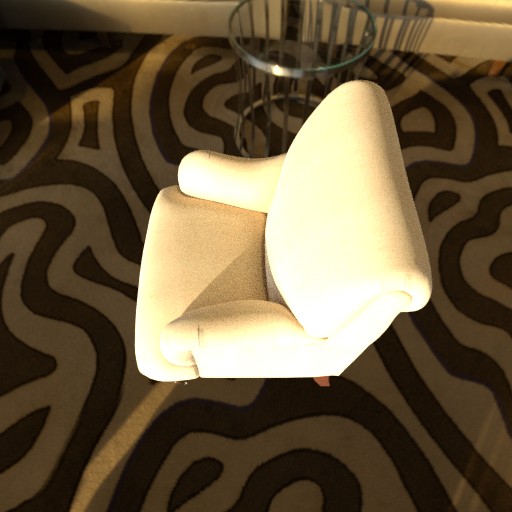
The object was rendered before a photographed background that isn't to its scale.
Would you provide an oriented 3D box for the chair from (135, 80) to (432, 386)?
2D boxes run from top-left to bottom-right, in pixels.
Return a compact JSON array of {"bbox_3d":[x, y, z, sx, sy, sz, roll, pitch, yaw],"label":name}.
[{"bbox_3d":[0.000,0.000,1.551,0.842,0.944,0.766,0,58,0],"label":"chair"}]
